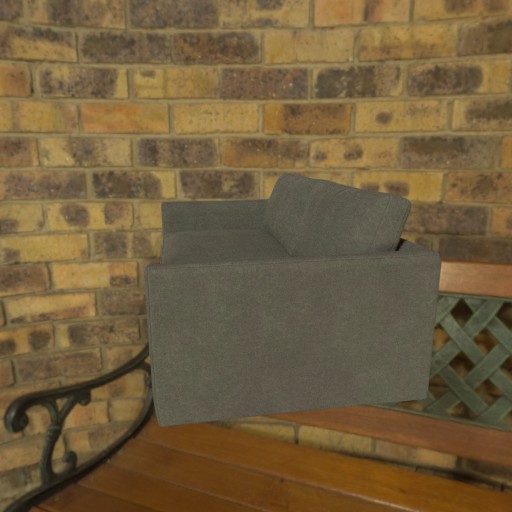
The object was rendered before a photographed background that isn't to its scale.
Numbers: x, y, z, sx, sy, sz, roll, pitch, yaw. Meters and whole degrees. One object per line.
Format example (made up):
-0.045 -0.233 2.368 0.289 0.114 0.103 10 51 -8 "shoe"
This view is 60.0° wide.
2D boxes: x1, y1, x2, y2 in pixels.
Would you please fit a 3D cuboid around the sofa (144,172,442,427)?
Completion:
0.000 0.000 2.507 1.091 0.845 1.909 -2 14 -10 "sofa"
